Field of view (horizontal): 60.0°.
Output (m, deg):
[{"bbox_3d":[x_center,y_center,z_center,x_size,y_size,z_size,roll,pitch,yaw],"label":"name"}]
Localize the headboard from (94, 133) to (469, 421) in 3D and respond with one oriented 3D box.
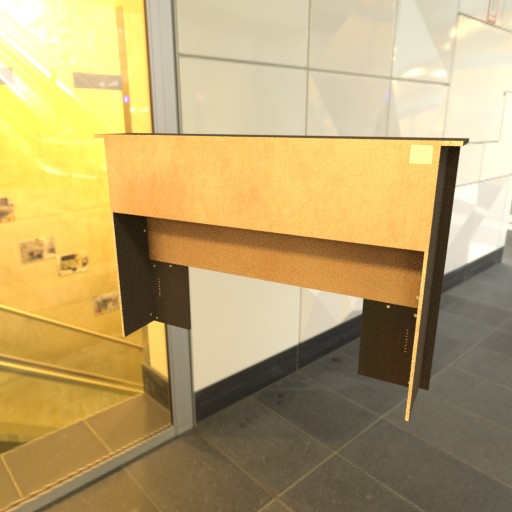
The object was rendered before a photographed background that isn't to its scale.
[{"bbox_3d":[0.000,0.000,2.086,1.671,1.092,0.279,9,19,27],"label":"headboard"}]
